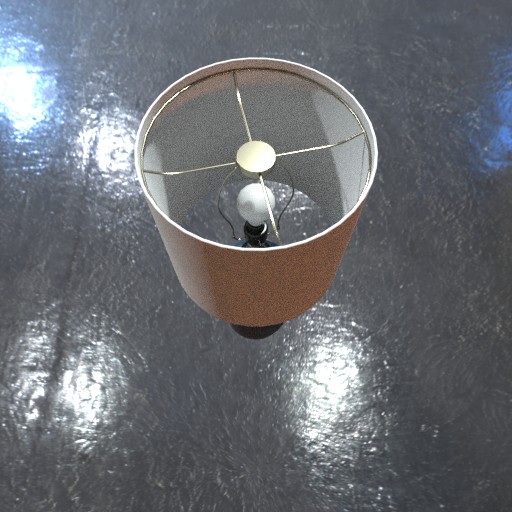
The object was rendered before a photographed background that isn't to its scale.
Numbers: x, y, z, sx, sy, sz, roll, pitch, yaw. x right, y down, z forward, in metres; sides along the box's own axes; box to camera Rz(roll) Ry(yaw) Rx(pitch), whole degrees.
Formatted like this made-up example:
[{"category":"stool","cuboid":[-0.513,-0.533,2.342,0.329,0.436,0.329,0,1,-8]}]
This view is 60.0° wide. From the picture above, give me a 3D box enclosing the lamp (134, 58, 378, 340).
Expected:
[{"category":"lamp","cuboid":[0.000,0.000,0.617,0.220,0.475,0.220,1,64,1]}]
